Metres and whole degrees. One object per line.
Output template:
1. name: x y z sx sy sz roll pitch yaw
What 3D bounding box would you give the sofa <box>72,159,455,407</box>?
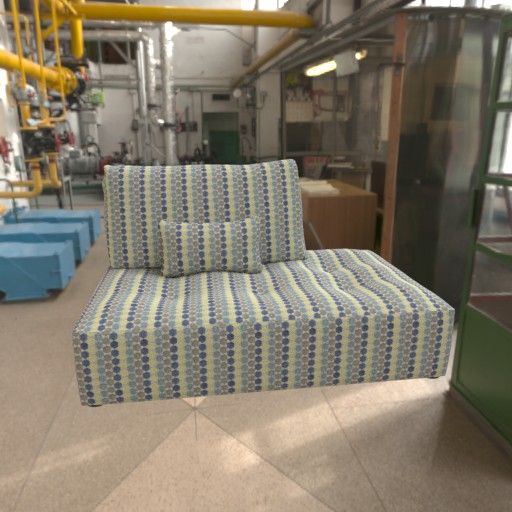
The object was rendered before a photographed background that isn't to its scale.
1. sofa: 0.000 0.000 2.046 1.450 0.820 1.000 -2 17 -8
